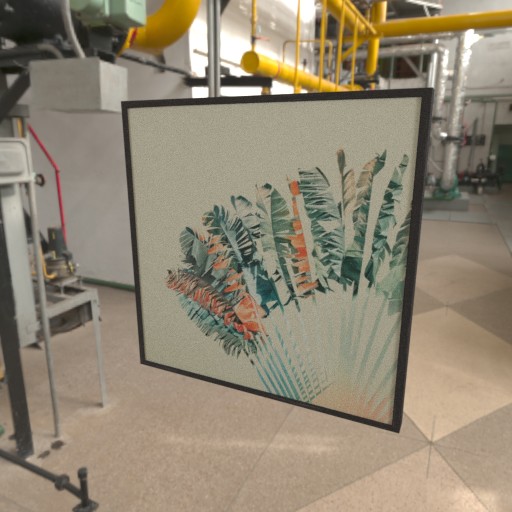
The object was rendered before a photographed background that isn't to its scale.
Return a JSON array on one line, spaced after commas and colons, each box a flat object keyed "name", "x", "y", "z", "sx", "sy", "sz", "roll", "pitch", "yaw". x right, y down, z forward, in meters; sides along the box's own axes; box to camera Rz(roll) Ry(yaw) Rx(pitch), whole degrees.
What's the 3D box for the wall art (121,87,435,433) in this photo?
[{"name": "wall art", "x": 0.000, "y": 0.000, "z": 1.114, "sx": 0.762, "sy": 0.758, "sz": 0.043, "roll": 7, "pitch": 17, "yaw": 25}]
